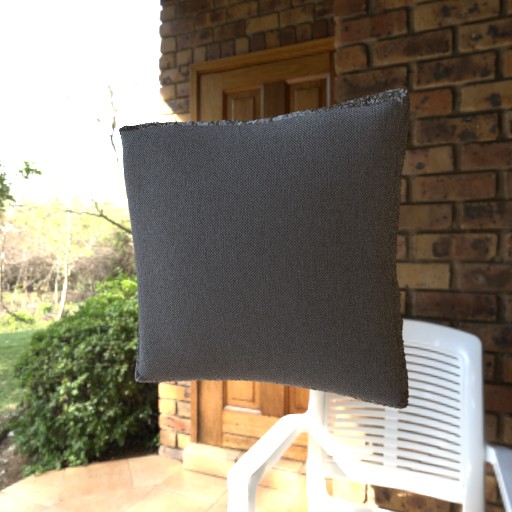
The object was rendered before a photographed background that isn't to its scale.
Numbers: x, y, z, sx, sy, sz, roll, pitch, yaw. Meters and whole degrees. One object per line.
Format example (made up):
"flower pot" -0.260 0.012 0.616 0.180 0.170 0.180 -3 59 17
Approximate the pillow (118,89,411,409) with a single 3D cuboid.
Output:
"pillow" 0.000 0.000 0.807 0.529 0.515 0.218 0 0 18
